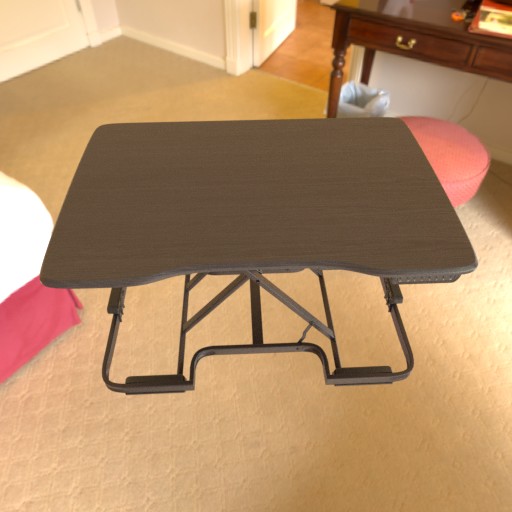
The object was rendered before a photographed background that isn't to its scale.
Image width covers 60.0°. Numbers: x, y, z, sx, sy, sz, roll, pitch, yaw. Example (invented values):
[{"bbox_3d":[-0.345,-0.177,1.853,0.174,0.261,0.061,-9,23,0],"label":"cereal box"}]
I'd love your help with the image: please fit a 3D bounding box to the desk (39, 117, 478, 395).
[{"bbox_3d":[0.000,0.000,1.142,0.820,0.470,0.546,-2,47,-2],"label":"desk"}]
